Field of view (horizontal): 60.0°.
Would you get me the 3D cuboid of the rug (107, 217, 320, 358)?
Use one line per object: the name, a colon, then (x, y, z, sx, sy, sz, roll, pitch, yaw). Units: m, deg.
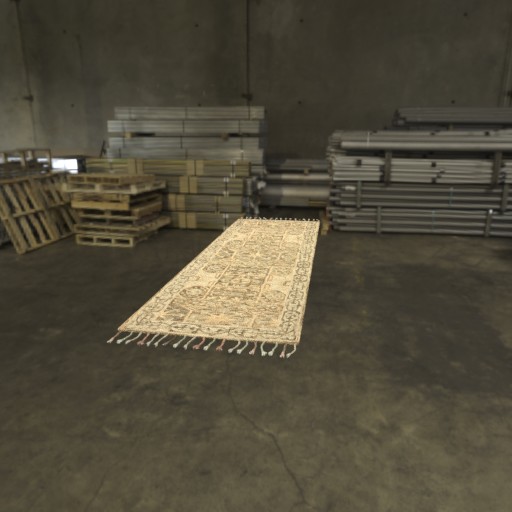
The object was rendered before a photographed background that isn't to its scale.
rug: (0.000, 0.000, 2.952, 0.762, 0.011, 2.664, 3, 16, 9)
